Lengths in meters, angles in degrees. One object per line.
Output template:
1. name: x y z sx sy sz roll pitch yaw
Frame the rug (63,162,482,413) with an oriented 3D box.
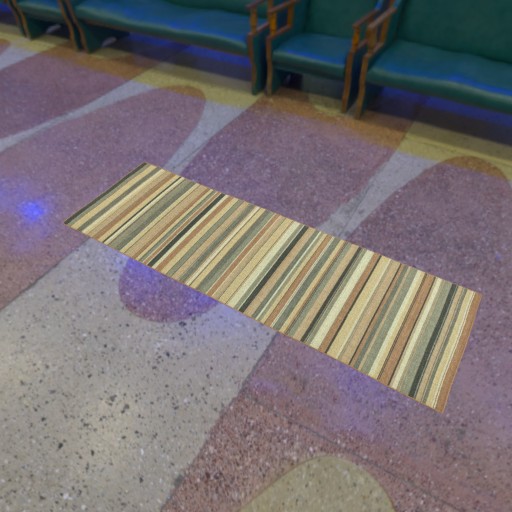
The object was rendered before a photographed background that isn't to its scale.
1. rug: 0.000 0.000 2.650 2.444 0.010 0.799 24 51 21
